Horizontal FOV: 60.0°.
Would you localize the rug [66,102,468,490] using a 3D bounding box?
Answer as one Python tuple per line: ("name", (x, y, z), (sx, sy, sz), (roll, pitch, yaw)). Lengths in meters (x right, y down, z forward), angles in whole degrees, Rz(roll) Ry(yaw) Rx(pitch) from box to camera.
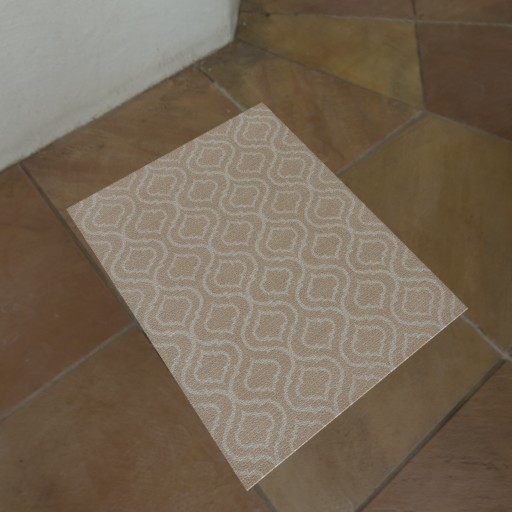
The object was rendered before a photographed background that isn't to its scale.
("rug", (0.000, 0.000, 3.934), (2.286, 0.013, 2.894), (-33, 68, -15))
